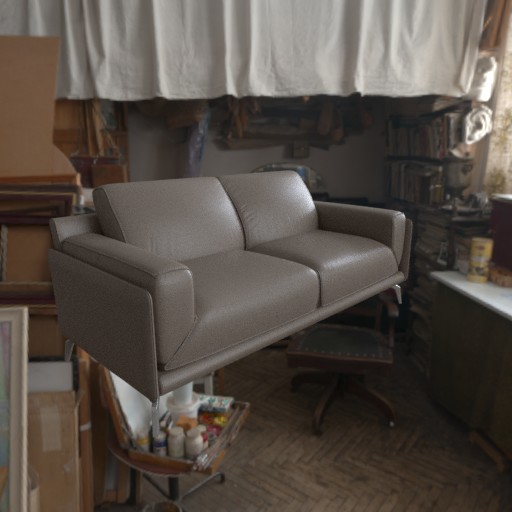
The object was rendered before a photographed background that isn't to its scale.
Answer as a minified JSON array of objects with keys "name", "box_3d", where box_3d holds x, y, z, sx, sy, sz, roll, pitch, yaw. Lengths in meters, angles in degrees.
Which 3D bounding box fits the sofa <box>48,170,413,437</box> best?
[{"name":"sofa","box_3d":[0.000,0.000,2.619,1.049,0.930,2.101,14,20,42]}]
